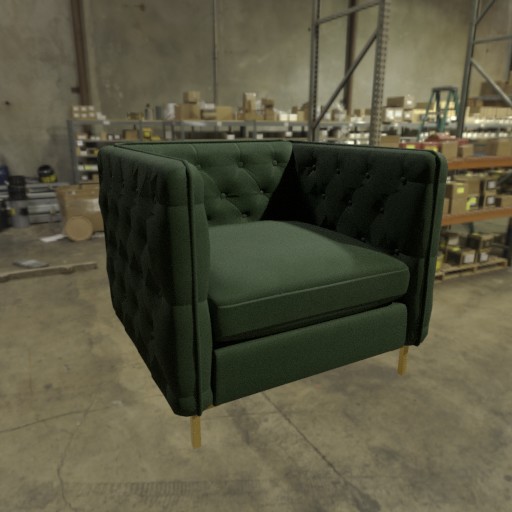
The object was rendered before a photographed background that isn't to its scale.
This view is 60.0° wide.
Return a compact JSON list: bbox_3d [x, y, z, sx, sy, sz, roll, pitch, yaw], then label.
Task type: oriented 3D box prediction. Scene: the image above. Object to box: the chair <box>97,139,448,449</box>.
[{"bbox_3d":[0.000,0.000,1.561,0.917,0.768,0.855,-9,19,-27],"label":"chair"}]
